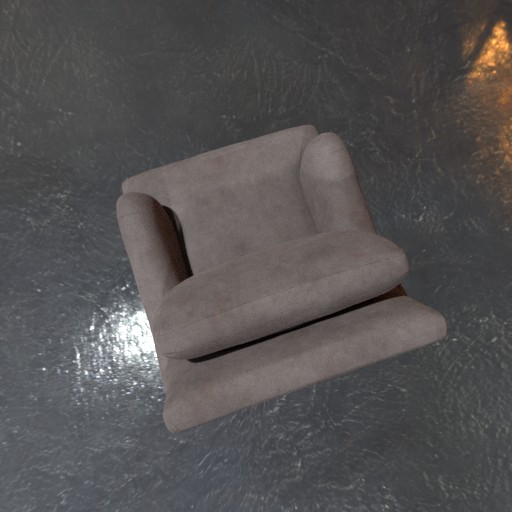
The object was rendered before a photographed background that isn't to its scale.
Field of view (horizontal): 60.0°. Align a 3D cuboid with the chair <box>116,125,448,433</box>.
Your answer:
[{"bbox_3d":[0.000,0.000,1.834,0.955,0.997,1.070,-18,75,-5],"label":"chair"}]
